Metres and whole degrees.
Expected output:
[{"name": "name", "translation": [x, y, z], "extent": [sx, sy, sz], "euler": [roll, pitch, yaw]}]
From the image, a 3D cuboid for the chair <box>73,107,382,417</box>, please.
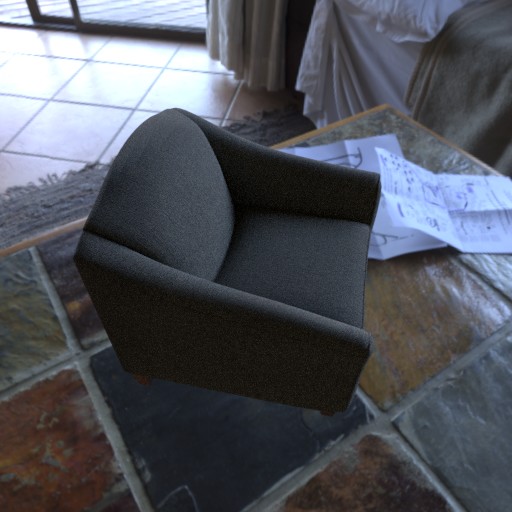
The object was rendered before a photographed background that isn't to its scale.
[{"name": "chair", "translation": [0.000, 0.000, 1.505], "extent": [0.787, 0.839, 0.763], "euler": [9, 48, 8]}]
